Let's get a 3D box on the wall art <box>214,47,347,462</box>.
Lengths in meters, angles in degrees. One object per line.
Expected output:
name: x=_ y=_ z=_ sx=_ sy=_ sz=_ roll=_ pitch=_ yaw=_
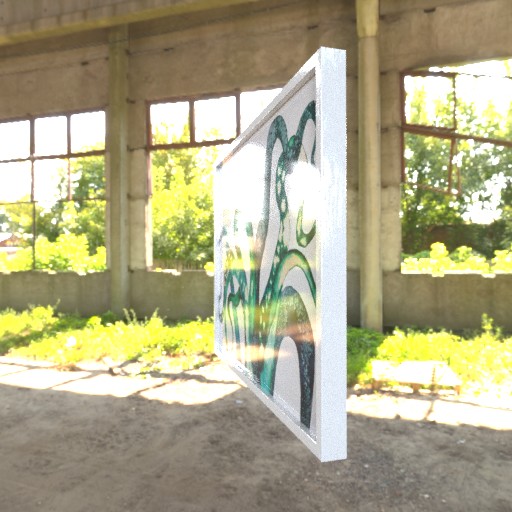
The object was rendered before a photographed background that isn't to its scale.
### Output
wall art: x=0.000 y=0.000 z=1.345 sx=0.053 sy=0.787 sz=1.041 roll=0 pitch=-1 yaw=-17
